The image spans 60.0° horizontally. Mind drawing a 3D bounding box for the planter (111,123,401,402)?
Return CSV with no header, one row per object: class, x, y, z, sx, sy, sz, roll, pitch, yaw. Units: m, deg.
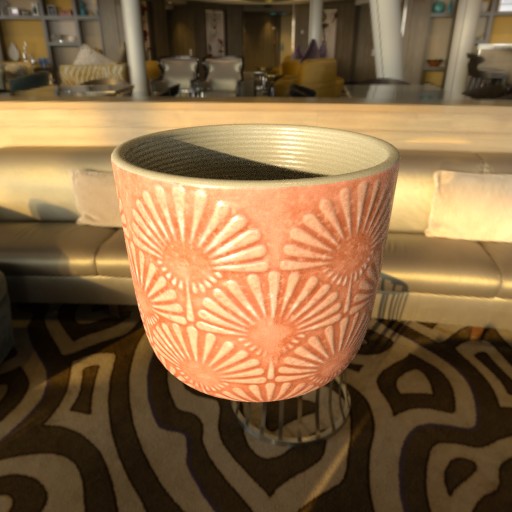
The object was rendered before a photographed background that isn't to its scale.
planter,0.000,0.000,0.220,0.124,0.109,0.124,0,25,0
